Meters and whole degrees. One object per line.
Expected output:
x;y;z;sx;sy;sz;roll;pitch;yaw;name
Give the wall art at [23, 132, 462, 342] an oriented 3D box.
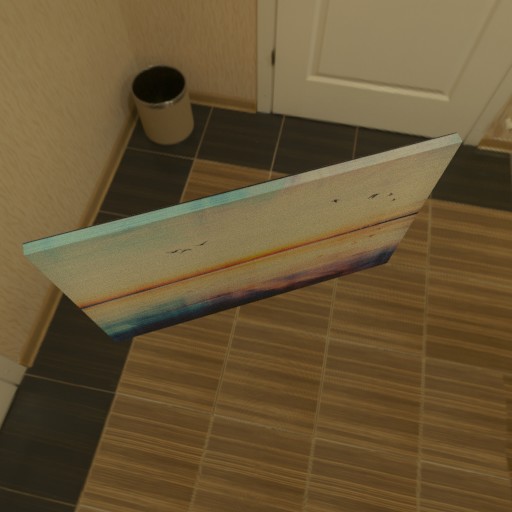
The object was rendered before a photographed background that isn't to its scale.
0.000;0.000;0.769;0.604;0.402;0.018;-16;65;-8;wall art
